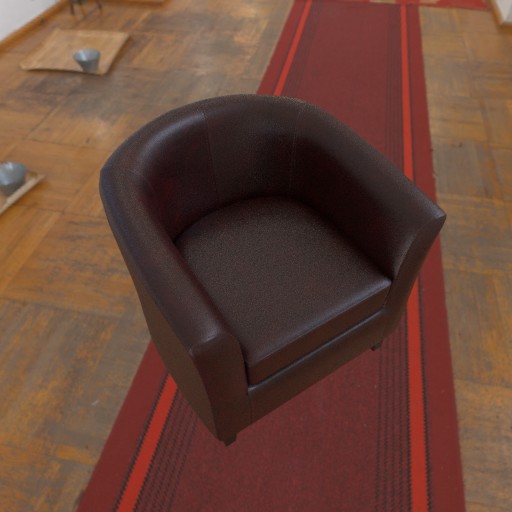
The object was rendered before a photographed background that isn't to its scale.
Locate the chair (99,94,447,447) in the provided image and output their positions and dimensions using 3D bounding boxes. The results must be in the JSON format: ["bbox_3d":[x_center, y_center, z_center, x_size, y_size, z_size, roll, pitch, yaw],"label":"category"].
[{"bbox_3d":[0.000,0.000,1.415,0.792,0.756,0.727,-25,51,-22],"label":"chair"}]
